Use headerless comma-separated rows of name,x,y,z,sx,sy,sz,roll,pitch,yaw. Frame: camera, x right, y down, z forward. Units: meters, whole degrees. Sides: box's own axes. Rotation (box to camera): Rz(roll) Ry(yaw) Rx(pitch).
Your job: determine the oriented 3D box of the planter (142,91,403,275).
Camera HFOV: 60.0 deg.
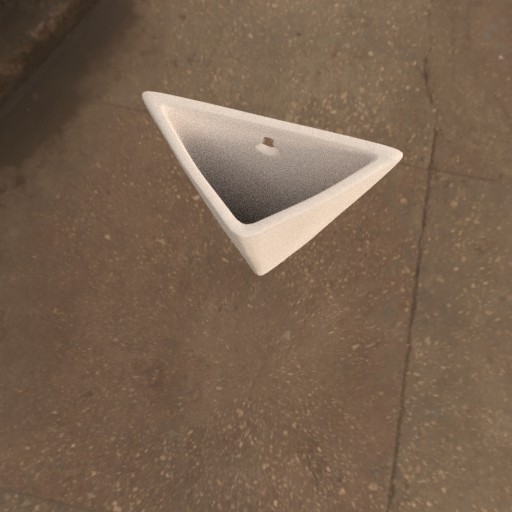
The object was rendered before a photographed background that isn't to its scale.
planter,0.000,0.000,0.389,0.143,0.338,0.065,14,76,4
